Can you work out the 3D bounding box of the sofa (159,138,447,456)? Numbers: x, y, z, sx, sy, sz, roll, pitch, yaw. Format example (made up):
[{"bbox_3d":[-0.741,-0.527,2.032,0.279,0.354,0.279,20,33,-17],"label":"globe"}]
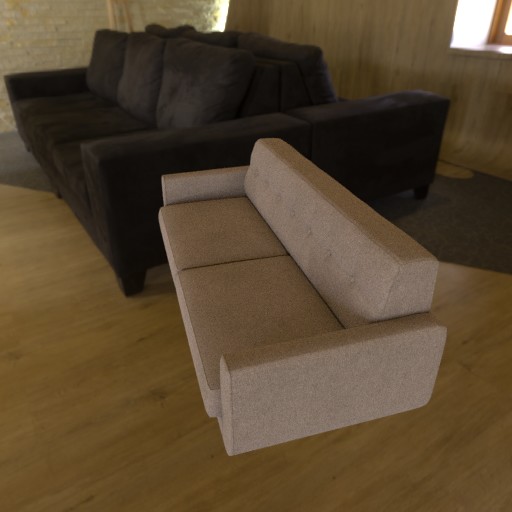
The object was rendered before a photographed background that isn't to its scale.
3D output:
[{"bbox_3d":[0.000,0.000,2.452,0.909,0.841,2.029,-8,31,-14],"label":"sofa"}]
